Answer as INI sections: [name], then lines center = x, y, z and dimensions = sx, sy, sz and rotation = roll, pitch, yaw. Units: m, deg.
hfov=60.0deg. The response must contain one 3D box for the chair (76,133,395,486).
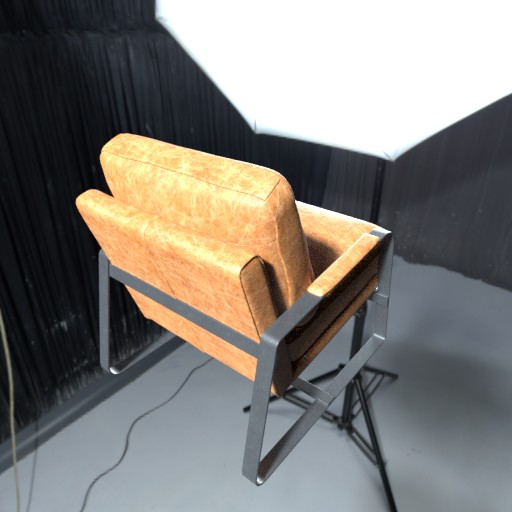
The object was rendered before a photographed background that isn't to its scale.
[chair]
center = 0.000, 0.000, 1.359
dimensions = 0.651, 0.777, 0.801
rotation = 22, 36, 33
